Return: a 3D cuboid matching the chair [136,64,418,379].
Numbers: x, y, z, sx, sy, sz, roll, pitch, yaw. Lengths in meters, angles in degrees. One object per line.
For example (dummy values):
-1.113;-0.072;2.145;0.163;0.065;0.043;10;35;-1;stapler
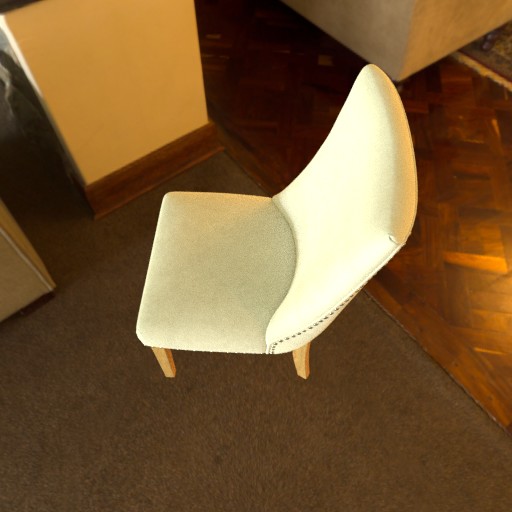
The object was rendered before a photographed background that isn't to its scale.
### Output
0.000;0.000;1.230;0.610;0.902;0.495;3;59;2;chair
